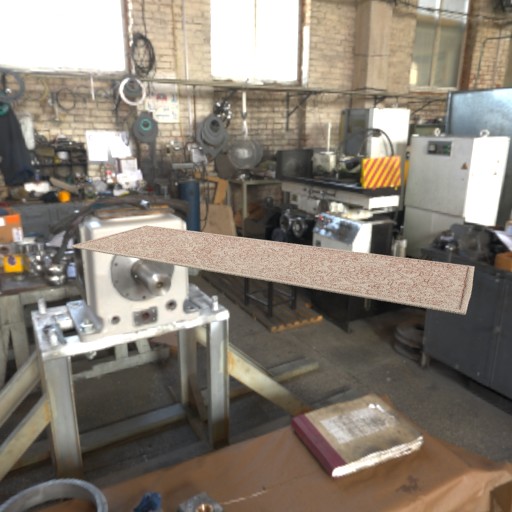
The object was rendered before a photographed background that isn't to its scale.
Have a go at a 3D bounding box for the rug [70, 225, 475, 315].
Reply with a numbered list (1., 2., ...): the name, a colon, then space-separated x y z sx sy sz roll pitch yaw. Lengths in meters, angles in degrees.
1. rug: 0.000 0.000 2.769 2.448 0.012 0.769 8 18 27
